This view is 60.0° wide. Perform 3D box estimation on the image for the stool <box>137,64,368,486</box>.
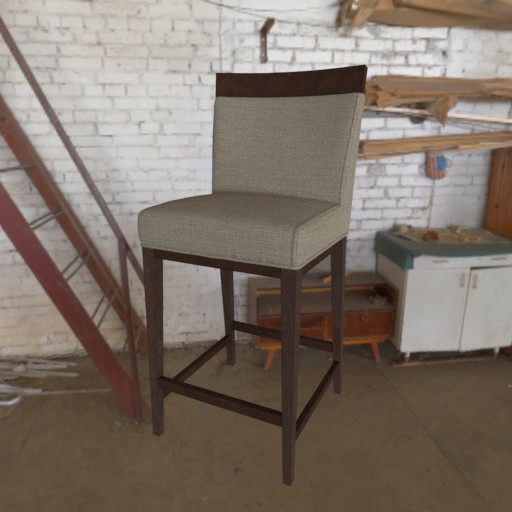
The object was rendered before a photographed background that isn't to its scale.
[{"bbox_3d":[0.000,0.000,1.377,0.511,1.117,0.531,8,19,25],"label":"stool"}]
